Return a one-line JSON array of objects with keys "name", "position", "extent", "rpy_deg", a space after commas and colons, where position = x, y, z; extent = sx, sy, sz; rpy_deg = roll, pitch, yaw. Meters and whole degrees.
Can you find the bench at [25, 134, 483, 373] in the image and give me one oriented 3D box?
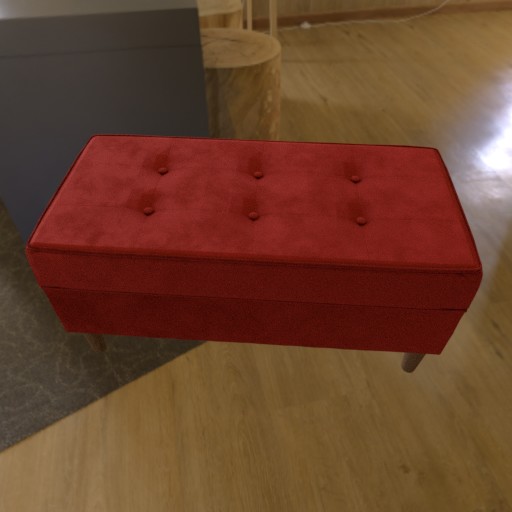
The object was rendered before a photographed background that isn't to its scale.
[{"name": "bench", "position": [0.000, 0.000, 1.269], "extent": [1.016, 0.471, 0.492], "rpy_deg": [3, 47, 3]}]
